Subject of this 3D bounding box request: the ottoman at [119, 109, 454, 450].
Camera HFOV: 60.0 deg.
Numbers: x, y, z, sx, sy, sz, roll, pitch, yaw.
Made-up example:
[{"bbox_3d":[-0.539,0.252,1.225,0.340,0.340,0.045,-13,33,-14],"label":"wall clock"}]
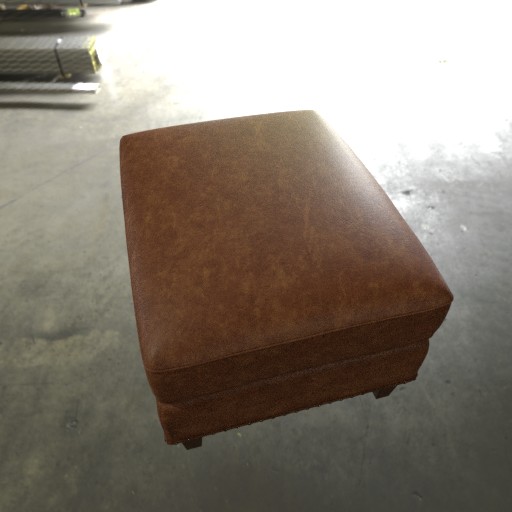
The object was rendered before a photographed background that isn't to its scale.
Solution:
[{"bbox_3d":[0.000,0.000,1.122,0.586,0.486,0.742,-11,47,-10],"label":"ottoman"}]
